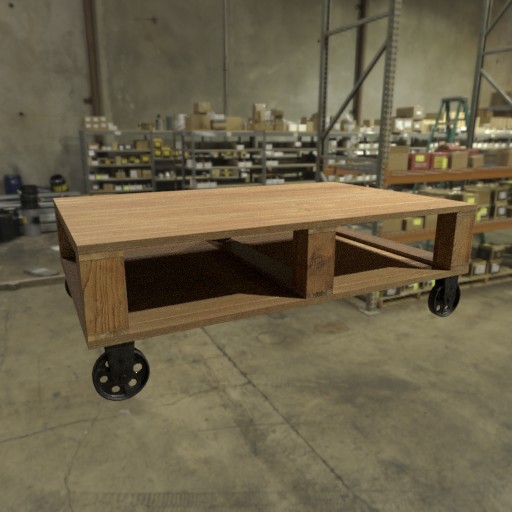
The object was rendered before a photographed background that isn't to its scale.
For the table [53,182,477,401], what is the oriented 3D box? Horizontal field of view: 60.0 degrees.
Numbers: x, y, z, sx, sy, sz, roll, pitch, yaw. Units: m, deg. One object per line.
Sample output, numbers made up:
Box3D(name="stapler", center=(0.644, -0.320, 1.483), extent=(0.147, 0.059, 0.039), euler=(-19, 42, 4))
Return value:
Box3D(name="table", center=(0.000, 0.000, 1.659), extent=(1.299, 0.413, 0.827), euler=(-8, 17, -26))
